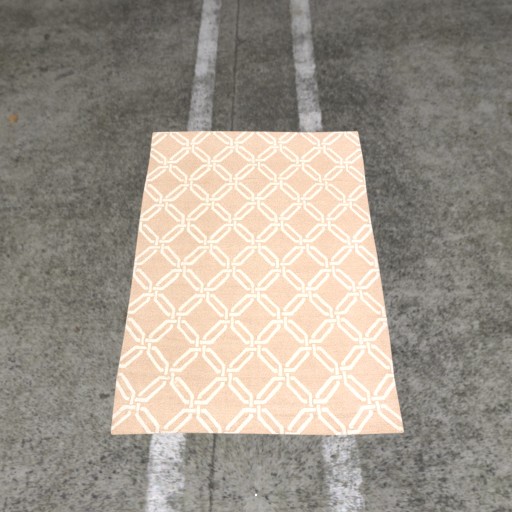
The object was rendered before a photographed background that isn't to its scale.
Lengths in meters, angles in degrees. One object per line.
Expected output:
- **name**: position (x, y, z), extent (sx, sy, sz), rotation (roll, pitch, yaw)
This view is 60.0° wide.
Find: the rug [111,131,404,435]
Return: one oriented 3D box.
- **rug**: position (0.000, 0.000, 4.452), extent (2.452, 0.020, 3.365), rotation (0, 62, 0)
